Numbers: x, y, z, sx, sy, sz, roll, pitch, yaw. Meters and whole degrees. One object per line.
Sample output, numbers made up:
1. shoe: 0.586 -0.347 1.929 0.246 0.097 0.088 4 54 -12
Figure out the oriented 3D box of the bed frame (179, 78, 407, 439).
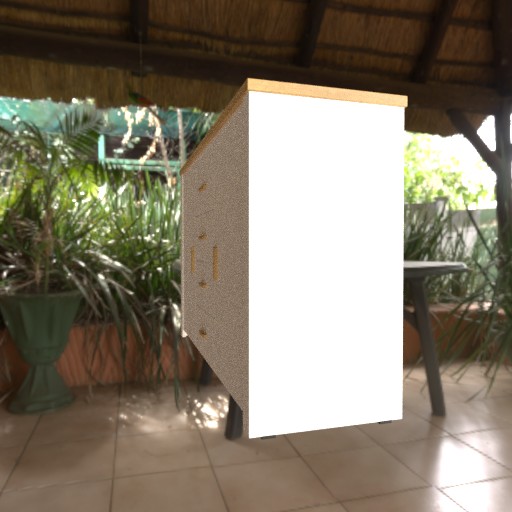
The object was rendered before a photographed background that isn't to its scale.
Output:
1. bed frame: 0.000 0.000 1.715 0.430 0.850 1.300 0 1 -17
